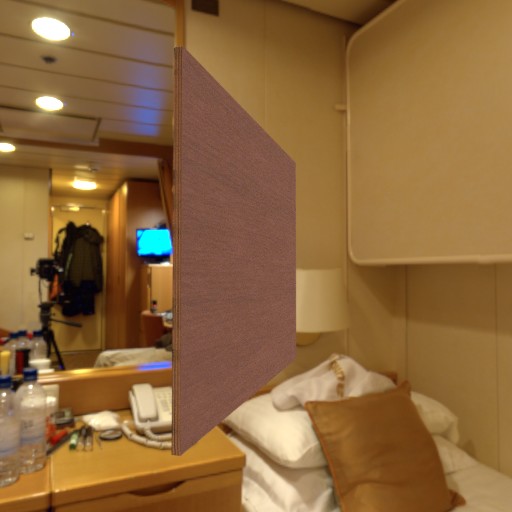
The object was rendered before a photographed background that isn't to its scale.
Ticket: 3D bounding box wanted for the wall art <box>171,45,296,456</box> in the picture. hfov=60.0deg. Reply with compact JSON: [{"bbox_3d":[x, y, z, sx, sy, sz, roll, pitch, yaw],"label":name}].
[{"bbox_3d":[0.000,0.000,0.683,0.010,0.408,0.508,-1,-2,18],"label":"wall art"}]
